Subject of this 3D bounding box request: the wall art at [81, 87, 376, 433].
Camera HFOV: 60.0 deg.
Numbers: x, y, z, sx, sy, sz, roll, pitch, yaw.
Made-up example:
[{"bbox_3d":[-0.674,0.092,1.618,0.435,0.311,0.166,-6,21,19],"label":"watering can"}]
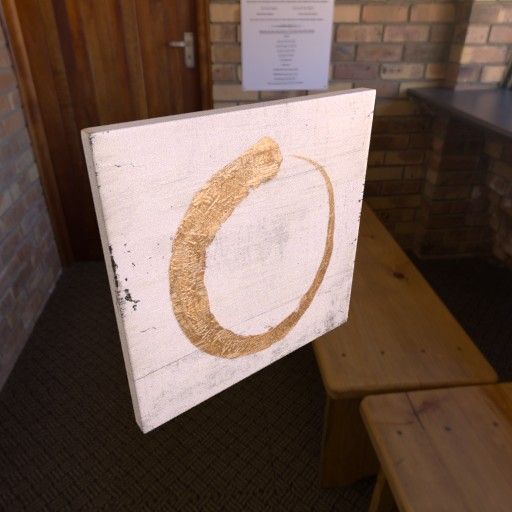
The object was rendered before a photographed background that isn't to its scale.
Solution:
[{"bbox_3d":[0.000,0.000,0.931,0.610,0.611,0.040,-21,35,-32],"label":"wall art"}]
